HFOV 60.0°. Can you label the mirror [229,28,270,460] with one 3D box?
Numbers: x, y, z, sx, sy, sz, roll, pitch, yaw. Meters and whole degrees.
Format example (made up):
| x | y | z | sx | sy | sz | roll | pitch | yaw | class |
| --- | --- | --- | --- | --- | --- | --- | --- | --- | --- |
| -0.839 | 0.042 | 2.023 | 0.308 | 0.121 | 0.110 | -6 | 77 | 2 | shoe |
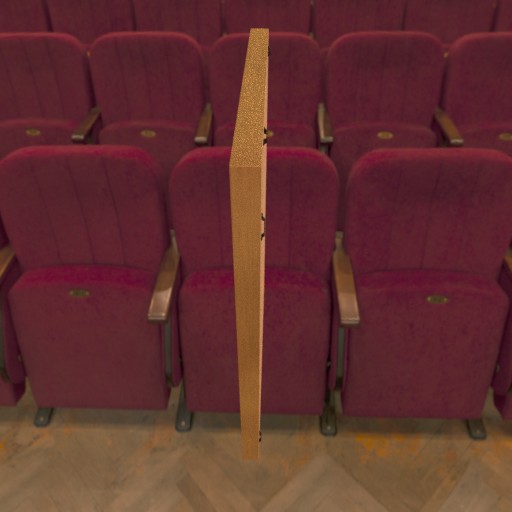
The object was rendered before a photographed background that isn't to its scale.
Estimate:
| x | y | z | sx | sy | sz | roll | pitch | yaw | class |
| --- | --- | --- | --- | --- | --- | --- | --- | --- | --- |
| 0.000 | 0.000 | 0.893 | 0.039 | 0.710 | 0.507 | 1 | 42 | 2 | mirror |
